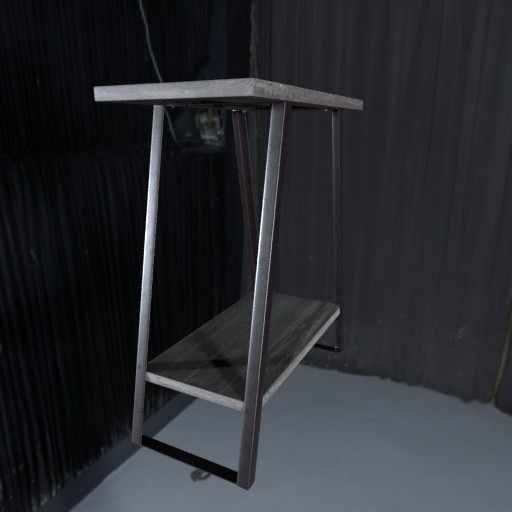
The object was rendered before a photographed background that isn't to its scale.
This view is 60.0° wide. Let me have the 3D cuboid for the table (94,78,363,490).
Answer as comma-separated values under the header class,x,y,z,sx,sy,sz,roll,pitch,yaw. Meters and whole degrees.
class,x,y,z,sx,sy,sz,roll,pitch,yaw
table,0.000,0.000,1.024,0.300,0.701,0.599,8,18,26
